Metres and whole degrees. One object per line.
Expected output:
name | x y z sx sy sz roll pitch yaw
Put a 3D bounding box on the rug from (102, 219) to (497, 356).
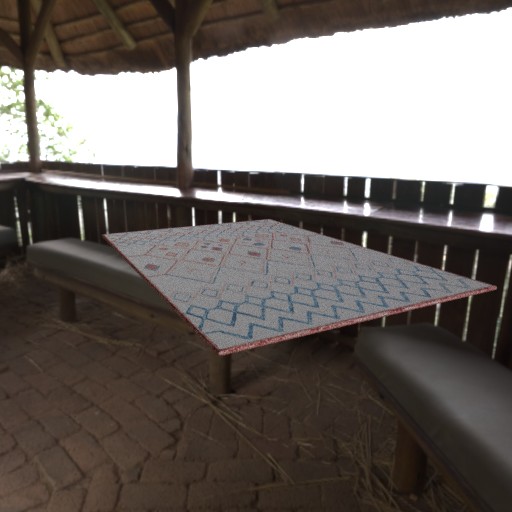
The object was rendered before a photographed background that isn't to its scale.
rug | 0.000 0.000 2.280 1.219 0.016 1.829 -8 16 -27
